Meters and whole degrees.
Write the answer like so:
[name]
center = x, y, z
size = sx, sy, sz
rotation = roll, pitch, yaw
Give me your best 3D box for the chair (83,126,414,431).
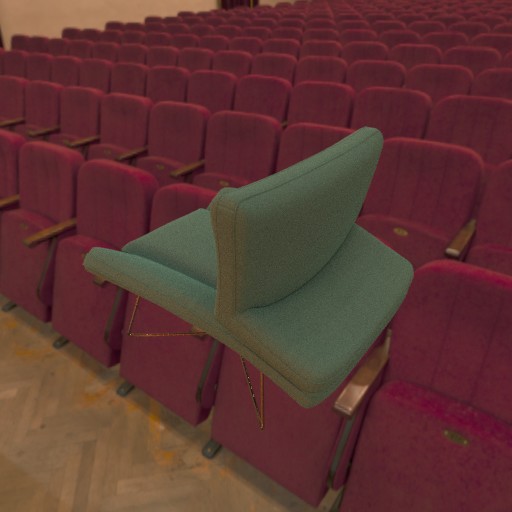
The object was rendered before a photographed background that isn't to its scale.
[chair]
center = 0.000, 0.000, 1.654
size = 1.008, 0.855, 0.859
rotation = 21, 36, 31
